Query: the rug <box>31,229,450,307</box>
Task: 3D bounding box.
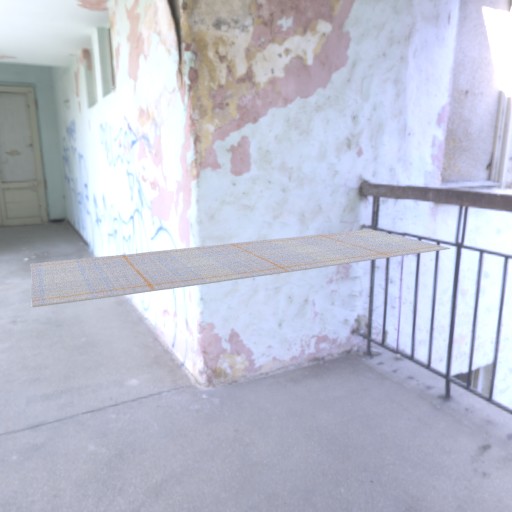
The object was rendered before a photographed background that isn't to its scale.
[{"bbox_3d":[0.000,0.000,2.680,2.442,0.016,0.770,-7,15,-26],"label":"rug"}]
